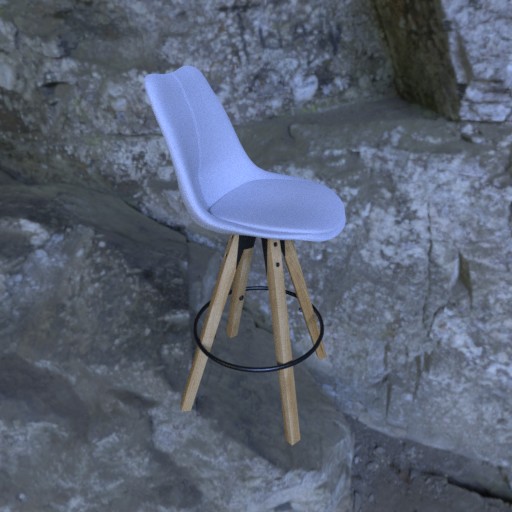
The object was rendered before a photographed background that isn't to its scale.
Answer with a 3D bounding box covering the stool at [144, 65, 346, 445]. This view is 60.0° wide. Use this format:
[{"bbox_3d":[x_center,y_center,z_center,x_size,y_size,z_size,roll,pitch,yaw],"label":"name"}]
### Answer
[{"bbox_3d":[0.000,0.000,1.455,0.550,1.115,0.484,10,31,17],"label":"stool"}]
